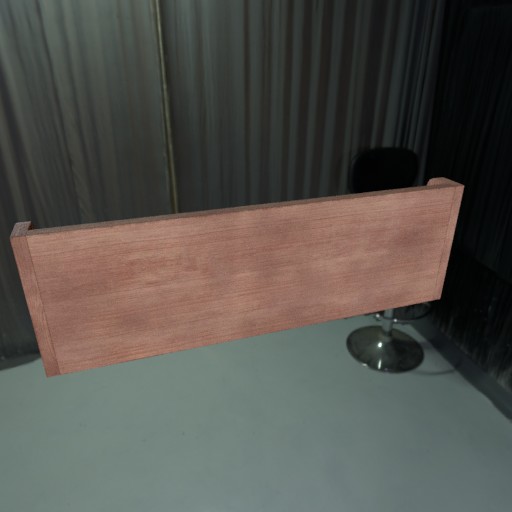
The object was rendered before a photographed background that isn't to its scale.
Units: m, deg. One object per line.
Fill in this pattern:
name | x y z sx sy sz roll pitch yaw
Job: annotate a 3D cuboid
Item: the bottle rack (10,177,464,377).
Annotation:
bottle rack | 0.000 0.000 0.666 0.608 0.196 0.126 -8 27 -17
